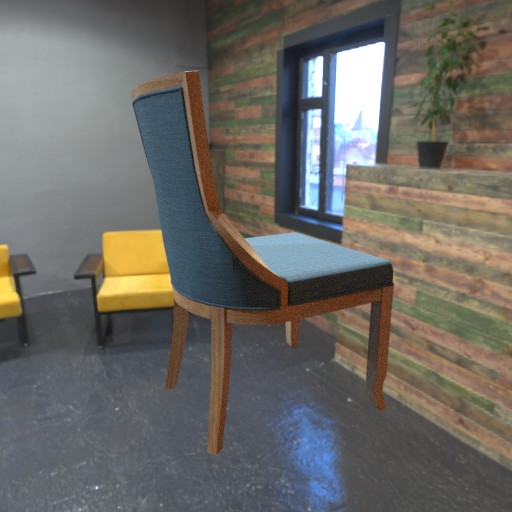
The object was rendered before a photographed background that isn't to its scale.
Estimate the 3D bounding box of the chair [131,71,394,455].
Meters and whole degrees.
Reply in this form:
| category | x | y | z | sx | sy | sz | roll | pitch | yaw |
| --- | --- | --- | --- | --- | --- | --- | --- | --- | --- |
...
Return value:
| category | x | y | z | sx | sy | sz | roll | pitch | yaw |
| --- | --- | --- | --- | --- | --- | --- | --- | --- | --- |
| chair | 0.000 | 0.000 | 1.336 | 0.641 | 0.947 | 0.524 | -8 | 16 | -28 |
